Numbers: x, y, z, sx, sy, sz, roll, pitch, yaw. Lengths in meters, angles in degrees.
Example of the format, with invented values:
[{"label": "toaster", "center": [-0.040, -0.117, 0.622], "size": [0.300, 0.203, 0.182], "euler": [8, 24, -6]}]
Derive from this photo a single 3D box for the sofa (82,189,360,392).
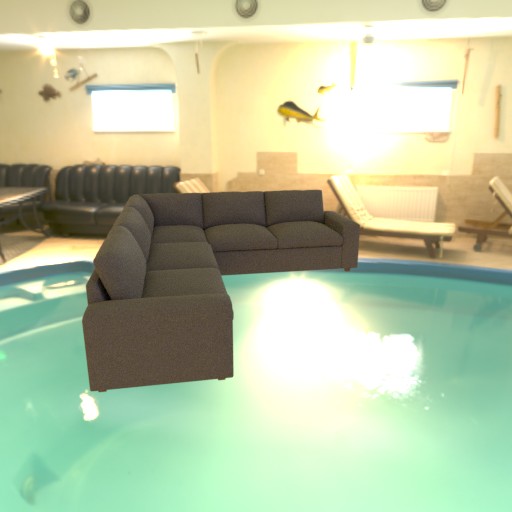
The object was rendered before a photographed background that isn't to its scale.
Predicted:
[{"label": "sofa", "center": [0.000, 0.000, 4.681], "size": [2.895, 0.965, 3.277], "euler": [-3, 16, -10]}]
